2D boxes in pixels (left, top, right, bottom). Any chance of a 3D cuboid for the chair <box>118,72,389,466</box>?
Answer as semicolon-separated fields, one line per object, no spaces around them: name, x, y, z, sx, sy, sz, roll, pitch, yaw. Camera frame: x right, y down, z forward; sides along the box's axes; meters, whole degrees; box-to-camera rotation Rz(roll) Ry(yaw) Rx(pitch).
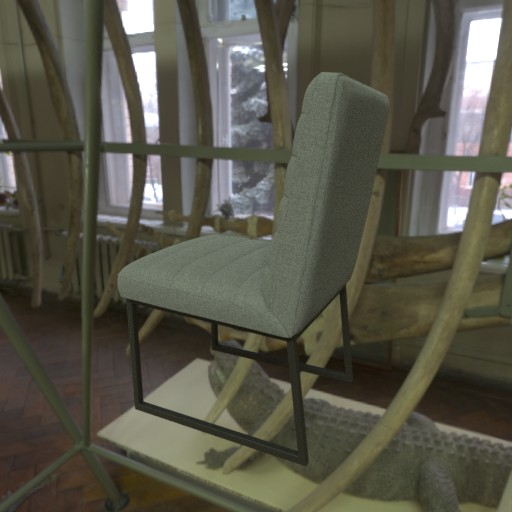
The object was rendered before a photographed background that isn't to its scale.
chair;0.000;0.000;1.309;0.634;0.930;0.520;7;16;25
